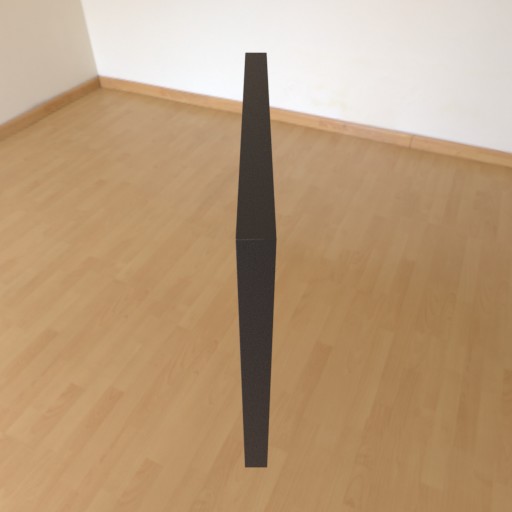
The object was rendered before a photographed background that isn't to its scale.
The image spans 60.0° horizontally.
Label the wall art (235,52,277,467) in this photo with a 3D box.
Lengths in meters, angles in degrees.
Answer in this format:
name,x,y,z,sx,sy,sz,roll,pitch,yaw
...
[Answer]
name,x,y,z,sx,sy,sz,roll,pitch,yaw
wall art,0.000,0.000,0.765,0.038,0.507,0.507,0,43,0
